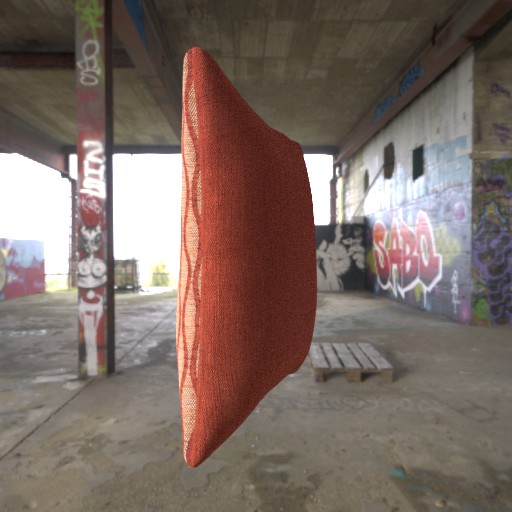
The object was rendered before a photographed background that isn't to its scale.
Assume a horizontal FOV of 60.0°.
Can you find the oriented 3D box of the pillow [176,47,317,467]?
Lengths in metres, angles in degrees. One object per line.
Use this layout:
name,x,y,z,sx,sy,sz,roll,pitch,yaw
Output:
pillow,0.000,0.000,0.653,0.159,0.434,0.429,0,1,19
